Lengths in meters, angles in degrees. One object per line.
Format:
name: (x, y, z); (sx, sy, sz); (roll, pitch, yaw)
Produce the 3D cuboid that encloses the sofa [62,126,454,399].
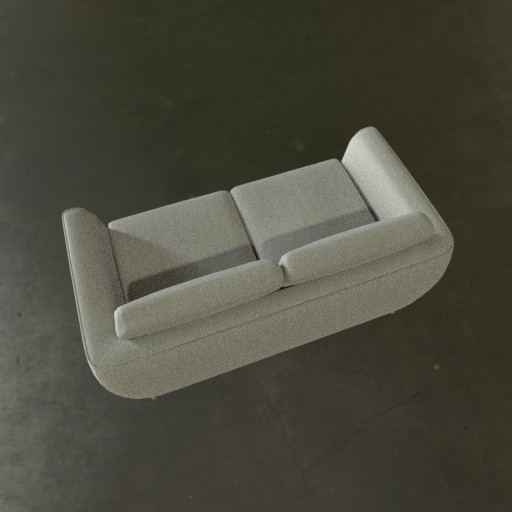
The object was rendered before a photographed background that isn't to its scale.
sofa: (0.000, 0.000, 2.222); (1.700, 0.850, 0.920); (-18, 61, -10)
